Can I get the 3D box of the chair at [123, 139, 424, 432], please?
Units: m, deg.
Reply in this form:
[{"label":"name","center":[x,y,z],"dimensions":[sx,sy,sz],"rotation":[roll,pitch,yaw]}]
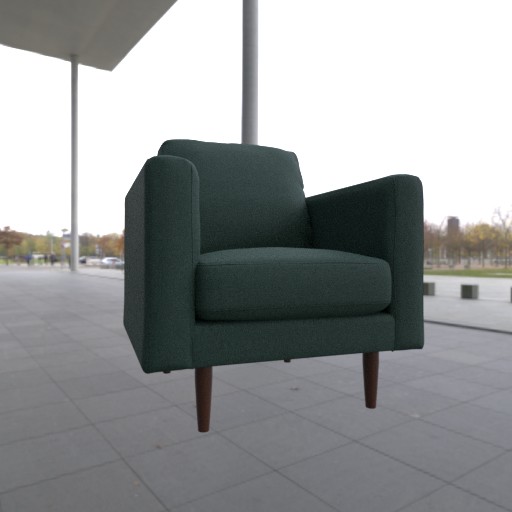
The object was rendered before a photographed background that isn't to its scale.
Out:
[{"label":"chair","center":[0.000,0.000,1.560],"dimensions":[0.855,0.927,0.800],"rotation":[0,0,-20]}]
